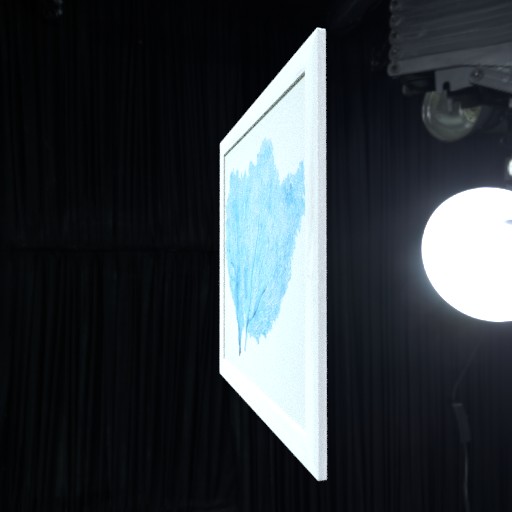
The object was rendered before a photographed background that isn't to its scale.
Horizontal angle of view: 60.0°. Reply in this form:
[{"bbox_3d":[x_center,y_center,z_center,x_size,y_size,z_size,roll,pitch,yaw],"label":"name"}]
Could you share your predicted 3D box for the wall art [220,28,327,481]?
[{"bbox_3d":[0.000,0.000,0.850,0.013,0.584,0.584,0,-1,-17],"label":"wall art"}]
